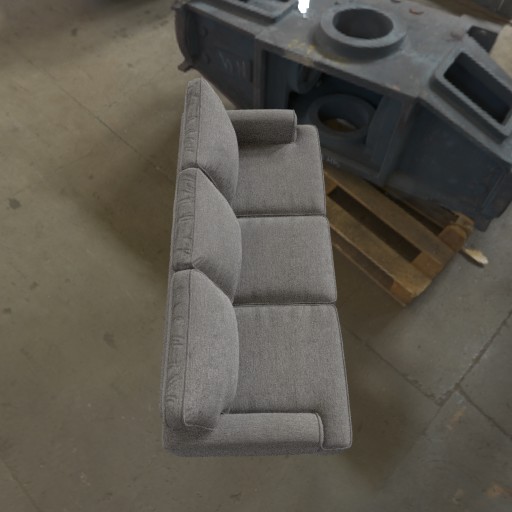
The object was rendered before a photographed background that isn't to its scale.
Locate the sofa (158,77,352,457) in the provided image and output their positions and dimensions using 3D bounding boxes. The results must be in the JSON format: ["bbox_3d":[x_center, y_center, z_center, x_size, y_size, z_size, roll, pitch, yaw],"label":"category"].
[{"bbox_3d":[0.000,0.000,2.652,0.951,0.965,2.158,-1,62,-1],"label":"sofa"}]
